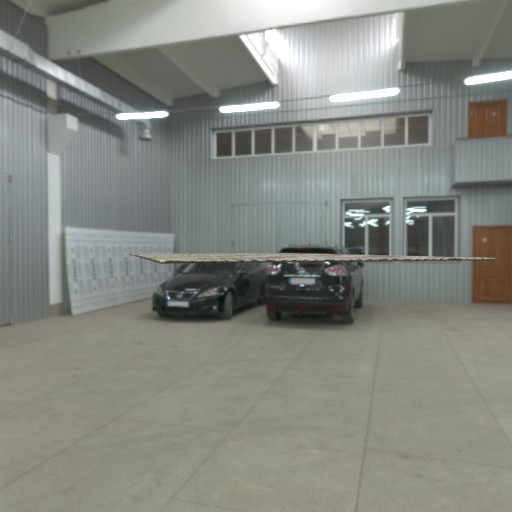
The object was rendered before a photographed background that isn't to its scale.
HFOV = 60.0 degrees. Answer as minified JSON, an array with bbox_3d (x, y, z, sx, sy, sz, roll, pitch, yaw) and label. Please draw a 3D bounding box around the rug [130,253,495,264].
[{"bbox_3d":[0.000,0.000,2.951,1.517,0.011,2.435,0,1,-18],"label":"rug"}]
